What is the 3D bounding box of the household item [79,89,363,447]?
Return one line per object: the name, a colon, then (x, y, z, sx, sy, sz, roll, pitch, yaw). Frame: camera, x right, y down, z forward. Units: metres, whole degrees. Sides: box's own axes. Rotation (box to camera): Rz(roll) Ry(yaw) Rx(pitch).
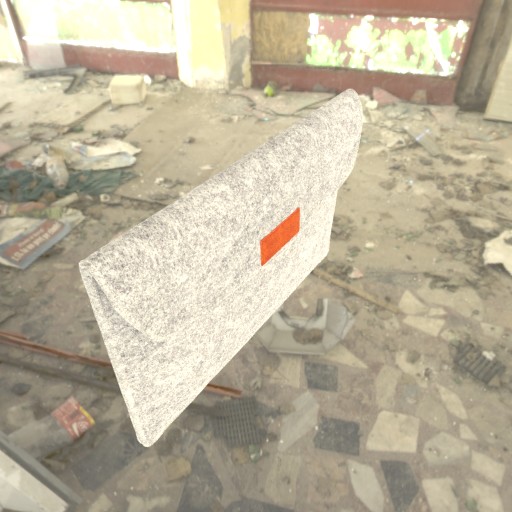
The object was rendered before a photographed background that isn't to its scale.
household item: (0.000, 0.000, 0.423, 0.057, 0.221, 0.335, 25, 46, 26)
